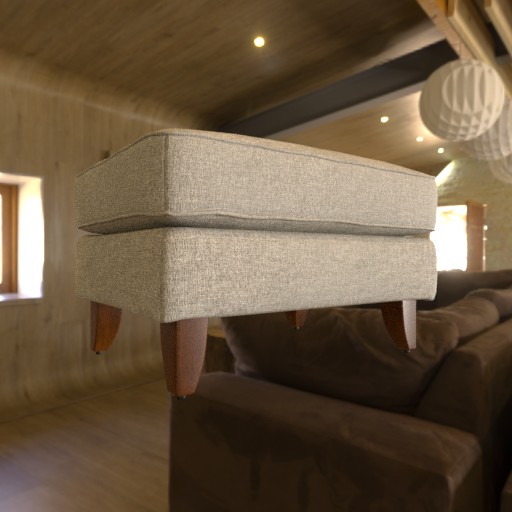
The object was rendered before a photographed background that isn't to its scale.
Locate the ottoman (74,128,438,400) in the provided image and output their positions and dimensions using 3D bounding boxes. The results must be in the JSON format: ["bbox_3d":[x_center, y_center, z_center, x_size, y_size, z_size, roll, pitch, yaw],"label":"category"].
[{"bbox_3d":[0.000,0.000,1.282,0.889,0.561,0.661,0,0,-36],"label":"ottoman"}]
